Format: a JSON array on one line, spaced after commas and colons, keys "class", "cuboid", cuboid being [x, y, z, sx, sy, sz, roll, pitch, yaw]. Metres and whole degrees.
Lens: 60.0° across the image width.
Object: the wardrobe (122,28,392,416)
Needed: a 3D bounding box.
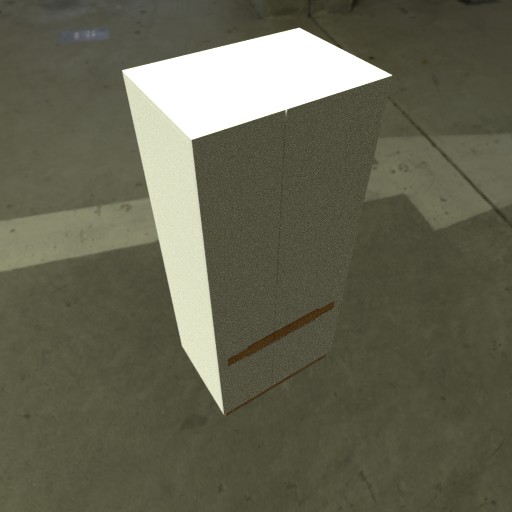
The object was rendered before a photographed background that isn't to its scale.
[{"class": "wardrobe", "cuboid": [0.000, 0.000, 2.451, 0.860, 2.040, 0.600, -25, 51, -22]}]
